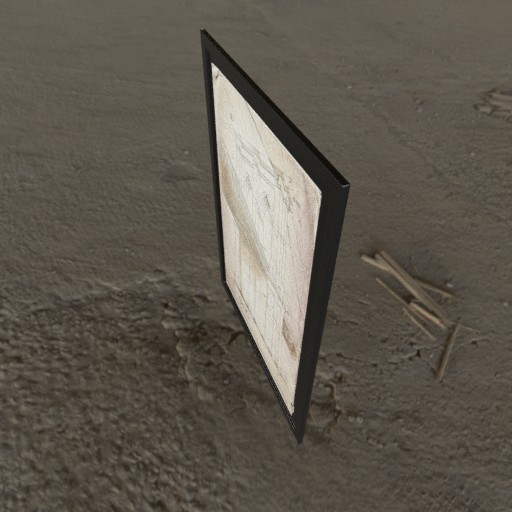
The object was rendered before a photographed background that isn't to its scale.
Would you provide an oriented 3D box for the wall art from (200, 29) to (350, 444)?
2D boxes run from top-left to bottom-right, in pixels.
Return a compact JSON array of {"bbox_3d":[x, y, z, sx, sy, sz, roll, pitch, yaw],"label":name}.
[{"bbox_3d":[0.000,0.000,1.235,0.013,0.967,0.707,-16,48,-16],"label":"wall art"}]
